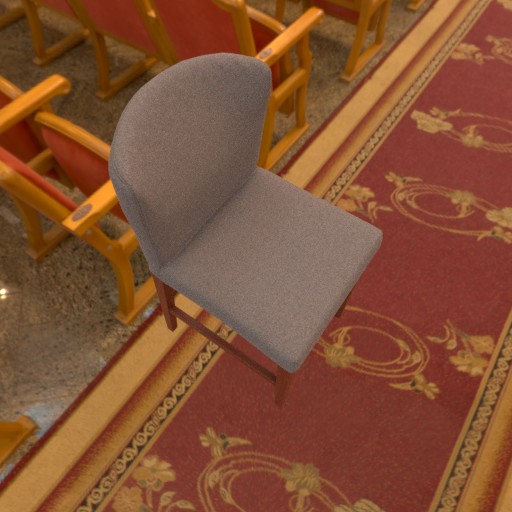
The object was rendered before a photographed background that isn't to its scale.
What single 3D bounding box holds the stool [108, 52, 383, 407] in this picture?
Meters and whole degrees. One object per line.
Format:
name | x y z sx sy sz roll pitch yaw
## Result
stool | 0.000 0.000 1.290 0.568 0.968 0.481 31 64 17
